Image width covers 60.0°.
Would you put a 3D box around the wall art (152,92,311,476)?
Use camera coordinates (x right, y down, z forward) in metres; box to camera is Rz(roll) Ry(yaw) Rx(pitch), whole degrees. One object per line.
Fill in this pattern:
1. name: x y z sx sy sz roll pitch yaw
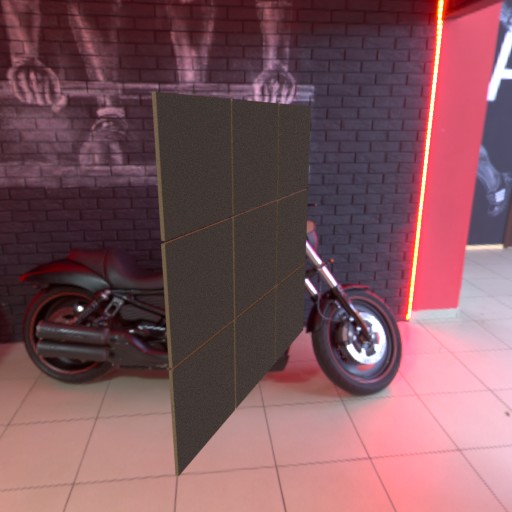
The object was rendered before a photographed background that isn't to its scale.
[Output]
1. wall art: 0.000 0.000 2.306 0.017 1.521 1.527 8 19 25
